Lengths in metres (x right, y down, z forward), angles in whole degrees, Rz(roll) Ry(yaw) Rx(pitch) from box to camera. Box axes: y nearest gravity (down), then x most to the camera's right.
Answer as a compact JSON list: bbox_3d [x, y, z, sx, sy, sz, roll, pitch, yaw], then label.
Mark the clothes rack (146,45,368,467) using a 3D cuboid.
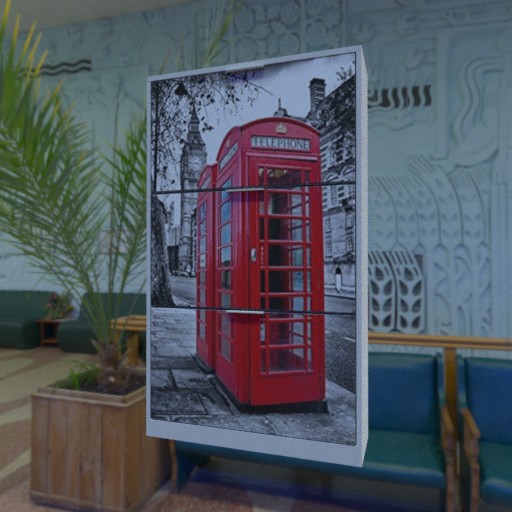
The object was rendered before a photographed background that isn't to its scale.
[{"bbox_3d":[0.000,0.000,1.567,0.750,1.280,0.250,0,0,19],"label":"clothes rack"}]
